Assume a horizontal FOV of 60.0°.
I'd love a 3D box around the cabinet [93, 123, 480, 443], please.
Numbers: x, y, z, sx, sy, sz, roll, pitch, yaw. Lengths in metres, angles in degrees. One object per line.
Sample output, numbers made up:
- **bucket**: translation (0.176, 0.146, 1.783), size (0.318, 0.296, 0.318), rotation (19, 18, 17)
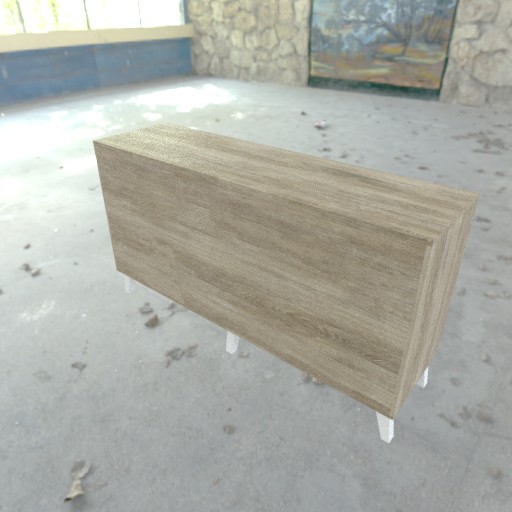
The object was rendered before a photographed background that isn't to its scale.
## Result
- **cabinet**: translation (0.000, 0.000, 2.010), size (1.600, 0.870, 0.450), rotation (22, 37, 33)
